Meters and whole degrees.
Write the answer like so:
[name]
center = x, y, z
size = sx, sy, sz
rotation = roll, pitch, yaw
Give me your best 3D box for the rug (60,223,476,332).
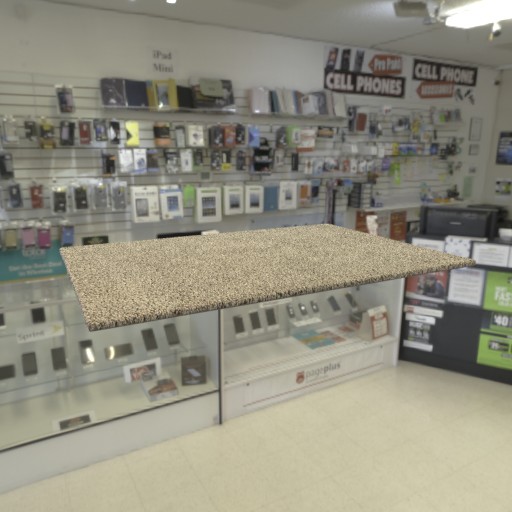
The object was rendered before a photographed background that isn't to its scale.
[rug]
center = 0.000, 0.000, 2.272
size = 1.778, 0.030, 1.219
rotation = -7, 15, -26
